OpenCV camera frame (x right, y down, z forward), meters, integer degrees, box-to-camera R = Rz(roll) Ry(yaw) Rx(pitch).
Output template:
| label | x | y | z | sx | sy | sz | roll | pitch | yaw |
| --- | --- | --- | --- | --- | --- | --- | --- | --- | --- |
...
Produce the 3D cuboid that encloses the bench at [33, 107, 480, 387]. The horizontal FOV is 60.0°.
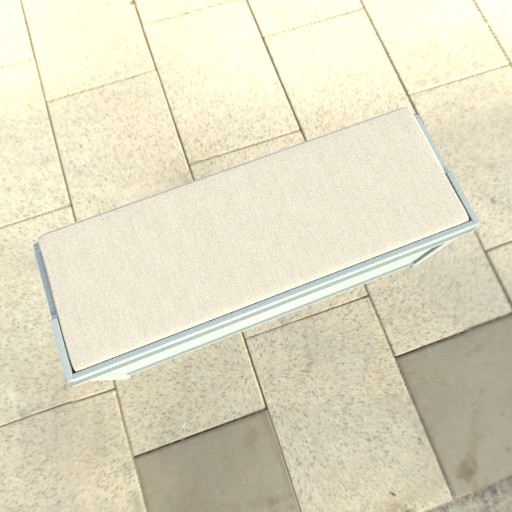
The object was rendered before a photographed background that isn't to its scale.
| label | x | y | z | sx | sy | sz | roll | pitch | yaw |
| --- | --- | --- | --- | --- | --- | --- | --- | --- | --- |
| bench | 0.000 | 0.000 | 1.401 | 1.140 | 0.501 | 0.398 | -21 | 76 | -5 |
